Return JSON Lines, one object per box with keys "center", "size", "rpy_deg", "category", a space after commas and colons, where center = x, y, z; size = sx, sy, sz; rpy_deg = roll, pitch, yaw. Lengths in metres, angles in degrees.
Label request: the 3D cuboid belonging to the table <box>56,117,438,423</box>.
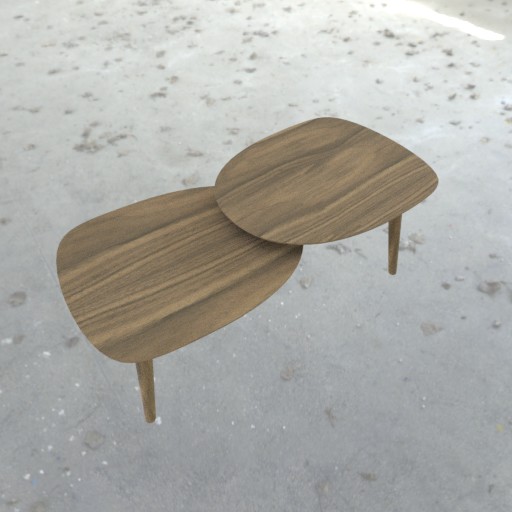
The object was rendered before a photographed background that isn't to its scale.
{"center": [0.000, 0.000, 1.369], "size": [1.084, 0.429, 0.527], "rpy_deg": [-26, 52, -23], "category": "table"}
